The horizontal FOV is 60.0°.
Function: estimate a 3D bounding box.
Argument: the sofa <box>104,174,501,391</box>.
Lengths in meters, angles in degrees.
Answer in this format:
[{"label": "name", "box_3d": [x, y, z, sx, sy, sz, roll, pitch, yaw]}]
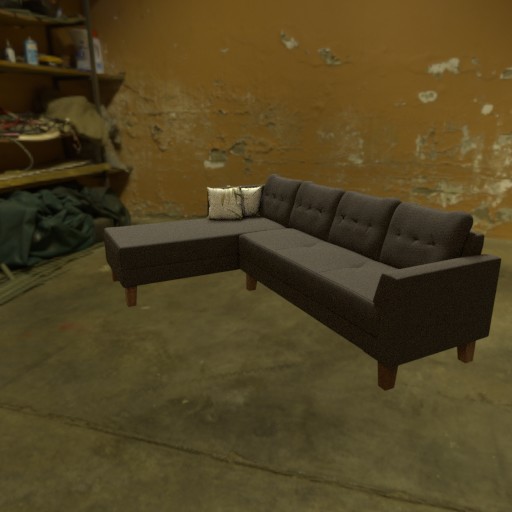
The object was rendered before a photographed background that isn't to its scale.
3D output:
[{"label": "sofa", "box_3d": [0.000, 0.000, 3.357, 1.829, 0.932, 2.679, -8, 19, -26]}]
